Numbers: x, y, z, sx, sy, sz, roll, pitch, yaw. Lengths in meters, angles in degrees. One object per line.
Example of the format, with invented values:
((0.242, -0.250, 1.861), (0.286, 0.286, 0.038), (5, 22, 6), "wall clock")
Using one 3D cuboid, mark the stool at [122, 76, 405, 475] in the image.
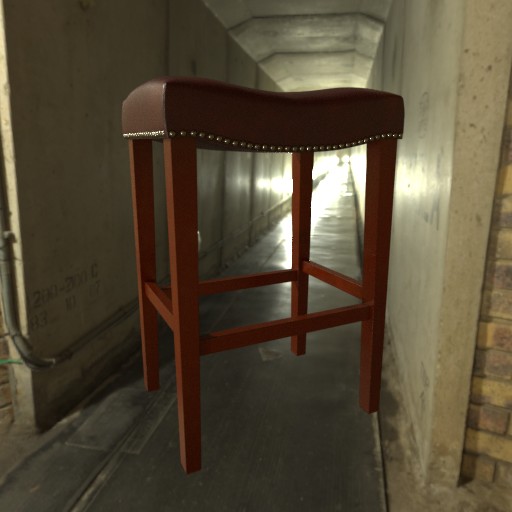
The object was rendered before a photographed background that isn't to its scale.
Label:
((0.000, 0.000, 1.026), (0.504, 0.742, 0.372), (-7, 16, -25), "stool")
